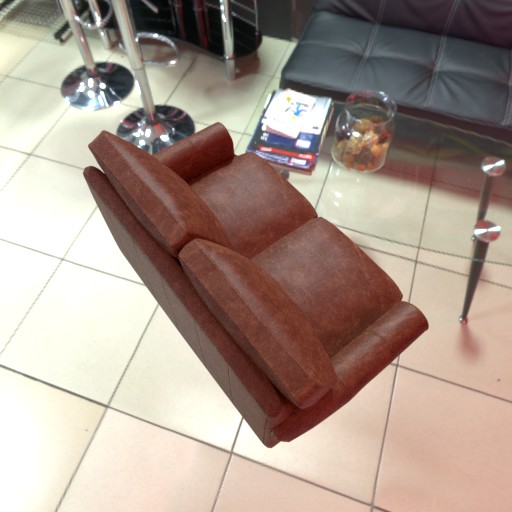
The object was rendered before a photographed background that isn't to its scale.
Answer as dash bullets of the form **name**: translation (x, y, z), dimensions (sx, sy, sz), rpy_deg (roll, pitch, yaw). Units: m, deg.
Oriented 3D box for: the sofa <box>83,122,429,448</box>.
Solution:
- **sofa**: translation (0.000, 0.000, 2.233), dimensions (0.990, 0.967, 1.616), rpy_deg (-34, 65, -19)
